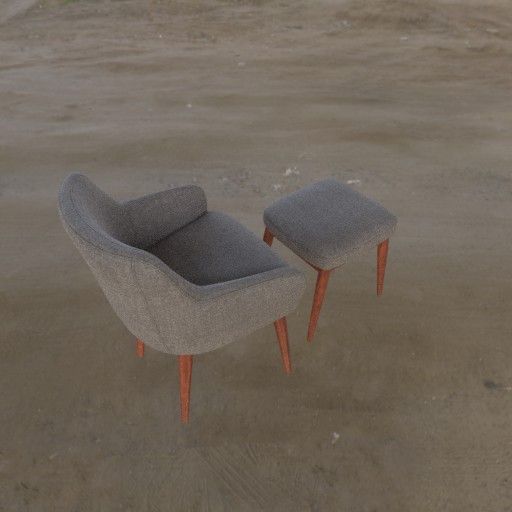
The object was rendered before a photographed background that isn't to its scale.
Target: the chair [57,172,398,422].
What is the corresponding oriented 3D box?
[{"bbox_3d":[0.000,0.000,1.534,1.107,0.799,0.584,-27,48,-27],"label":"chair"}]
